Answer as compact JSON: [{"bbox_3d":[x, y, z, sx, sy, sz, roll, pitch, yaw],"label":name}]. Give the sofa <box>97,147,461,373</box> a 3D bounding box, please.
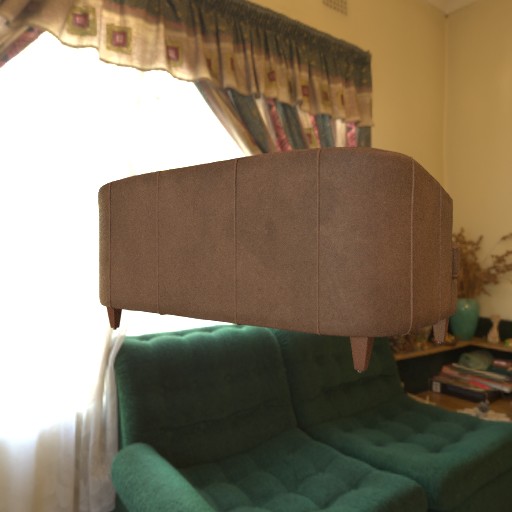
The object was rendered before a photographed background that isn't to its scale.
[{"bbox_3d":[0.000,0.000,2.240,1.767,0.799,0.917,0,1,37],"label":"sofa"}]
